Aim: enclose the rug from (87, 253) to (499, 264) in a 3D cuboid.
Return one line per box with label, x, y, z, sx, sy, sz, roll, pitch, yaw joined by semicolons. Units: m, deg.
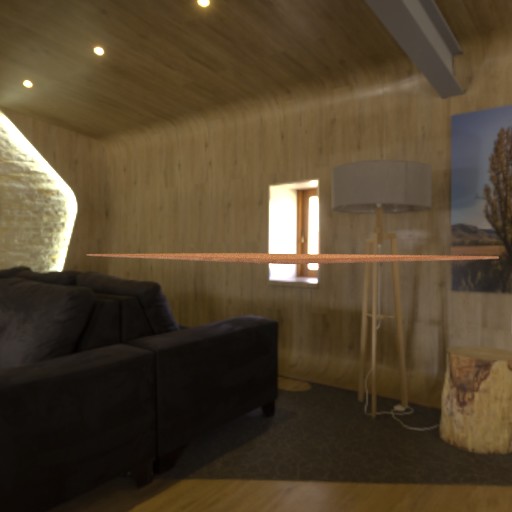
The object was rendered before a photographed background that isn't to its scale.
rug;0.000;0.000;2.967;1.524;0.014;2.438;-1;1;-36
